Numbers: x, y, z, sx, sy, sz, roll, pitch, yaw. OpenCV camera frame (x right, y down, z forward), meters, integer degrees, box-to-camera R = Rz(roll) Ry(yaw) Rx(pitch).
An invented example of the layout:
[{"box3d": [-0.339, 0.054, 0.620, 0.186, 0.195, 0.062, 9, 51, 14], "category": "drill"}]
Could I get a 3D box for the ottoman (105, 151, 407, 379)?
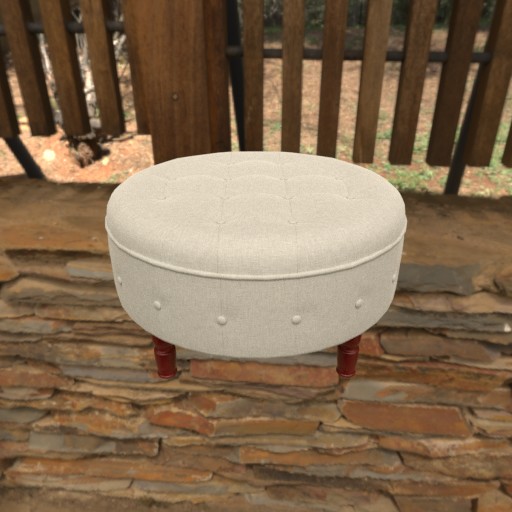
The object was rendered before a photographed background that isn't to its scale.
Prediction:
[{"box3d": [0.000, 0.000, 1.376, 0.850, 0.483, 0.850, 0, 27, 0], "category": "ottoman"}]
